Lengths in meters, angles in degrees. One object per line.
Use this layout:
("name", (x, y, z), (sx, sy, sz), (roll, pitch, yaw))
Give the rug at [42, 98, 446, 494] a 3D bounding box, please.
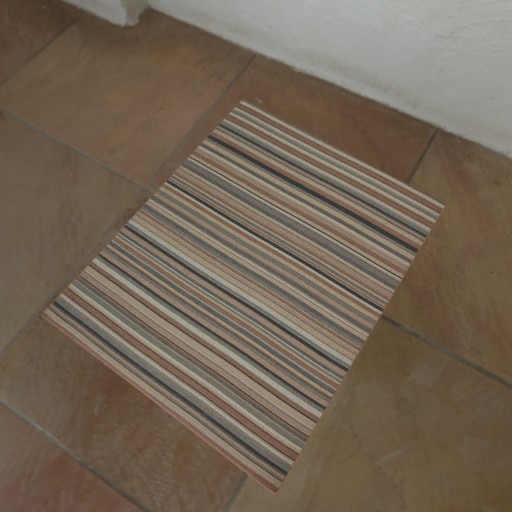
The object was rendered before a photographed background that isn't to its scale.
("rug", (0.000, 0.000, 4.084), (2.436, 0.011, 3.045), (32, 68, 14))
